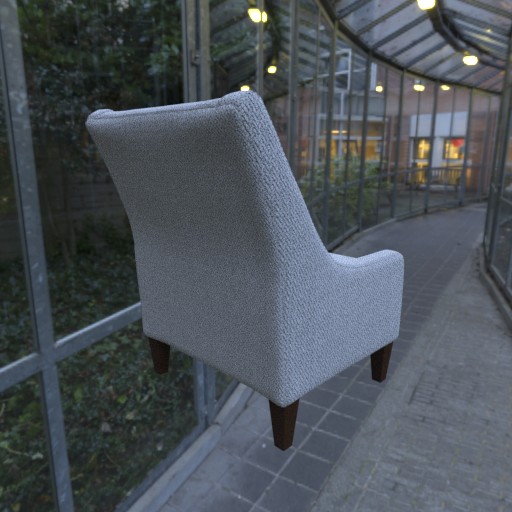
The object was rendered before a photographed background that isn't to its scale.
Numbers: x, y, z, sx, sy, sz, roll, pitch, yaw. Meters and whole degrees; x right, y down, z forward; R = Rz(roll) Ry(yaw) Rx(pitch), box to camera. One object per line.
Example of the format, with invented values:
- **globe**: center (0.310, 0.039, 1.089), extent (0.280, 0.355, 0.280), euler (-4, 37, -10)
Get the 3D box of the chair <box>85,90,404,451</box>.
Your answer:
- **chair**: center (0.000, 0.000, 1.618), extent (0.774, 1.014, 0.870), euler (13, 19, 43)
